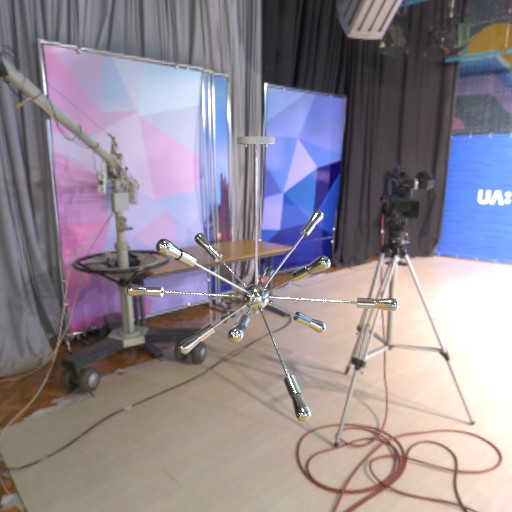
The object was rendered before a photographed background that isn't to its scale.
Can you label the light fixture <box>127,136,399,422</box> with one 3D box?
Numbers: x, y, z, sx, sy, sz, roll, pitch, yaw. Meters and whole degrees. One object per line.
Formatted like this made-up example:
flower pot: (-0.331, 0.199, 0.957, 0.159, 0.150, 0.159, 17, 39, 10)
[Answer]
light fixture: (0.000, 0.000, 1.076, 0.684, 0.558, 0.509, 2, 14, 10)
